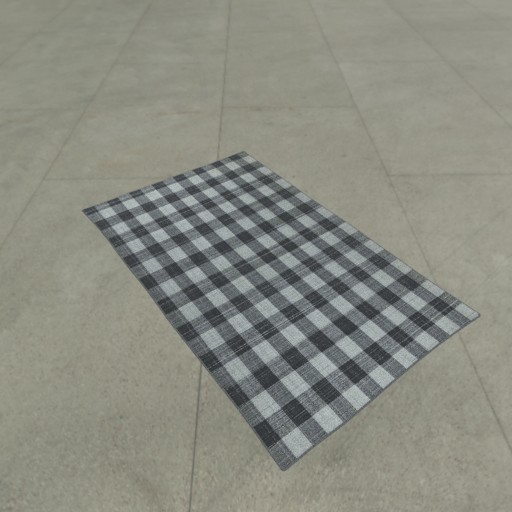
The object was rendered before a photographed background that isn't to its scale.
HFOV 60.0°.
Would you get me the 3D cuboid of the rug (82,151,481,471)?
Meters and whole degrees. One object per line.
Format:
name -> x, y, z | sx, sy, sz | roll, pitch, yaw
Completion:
rug -> 0.000, 0.000, 3.064 | 1.554, 0.011, 2.476 | -27, 49, -26
